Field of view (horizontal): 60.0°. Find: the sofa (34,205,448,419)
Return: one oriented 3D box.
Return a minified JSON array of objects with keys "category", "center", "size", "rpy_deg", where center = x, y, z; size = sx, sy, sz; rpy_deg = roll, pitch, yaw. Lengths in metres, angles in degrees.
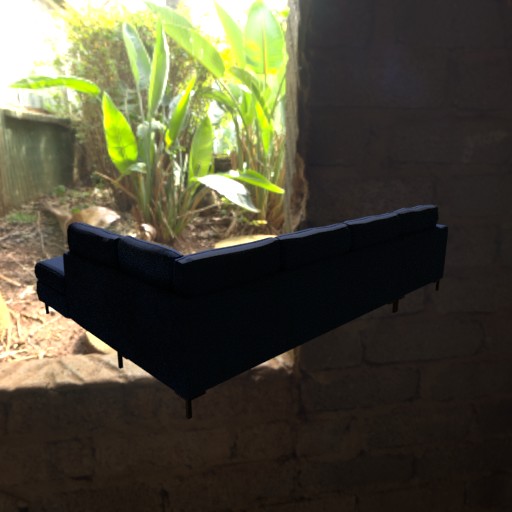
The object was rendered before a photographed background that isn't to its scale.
[{"category":"sofa","center":[0.000,0.000,3.177],"size":[2.486,0.687,1.707],"rpy_deg":[-14,20,-42]}]
